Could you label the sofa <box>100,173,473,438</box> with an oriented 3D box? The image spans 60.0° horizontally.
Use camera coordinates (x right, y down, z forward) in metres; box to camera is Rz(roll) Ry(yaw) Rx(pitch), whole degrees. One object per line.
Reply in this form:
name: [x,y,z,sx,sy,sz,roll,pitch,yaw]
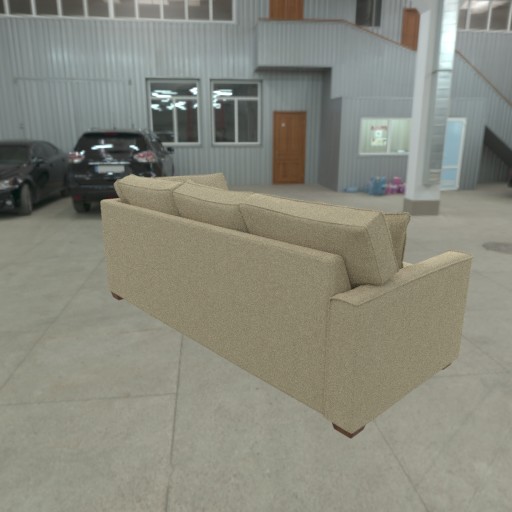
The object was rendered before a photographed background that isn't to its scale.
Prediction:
sofa: [0.000,0.000,2.845,1.061,0.962,2.317,-14,20,-40]
